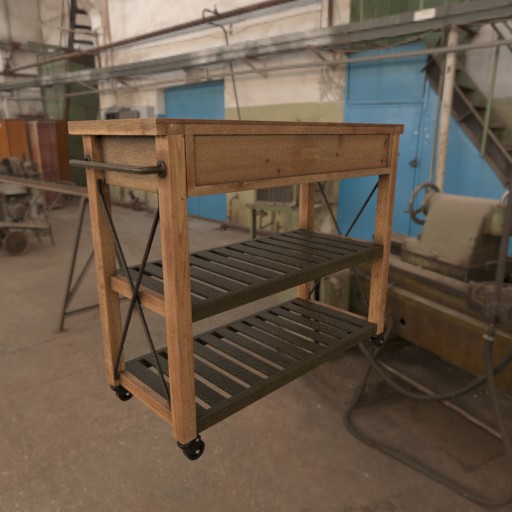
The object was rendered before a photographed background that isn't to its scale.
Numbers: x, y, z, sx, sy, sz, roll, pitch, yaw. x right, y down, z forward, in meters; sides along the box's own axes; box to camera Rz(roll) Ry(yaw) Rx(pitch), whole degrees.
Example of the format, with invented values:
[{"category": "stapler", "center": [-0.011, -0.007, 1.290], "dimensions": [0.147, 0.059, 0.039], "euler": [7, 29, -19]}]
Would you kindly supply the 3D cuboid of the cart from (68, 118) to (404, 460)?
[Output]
[{"category": "cart", "center": [0.000, 0.000, 0.964], "dimensions": [0.686, 0.554, 0.298], "euler": [-14, 21, -42]}]
